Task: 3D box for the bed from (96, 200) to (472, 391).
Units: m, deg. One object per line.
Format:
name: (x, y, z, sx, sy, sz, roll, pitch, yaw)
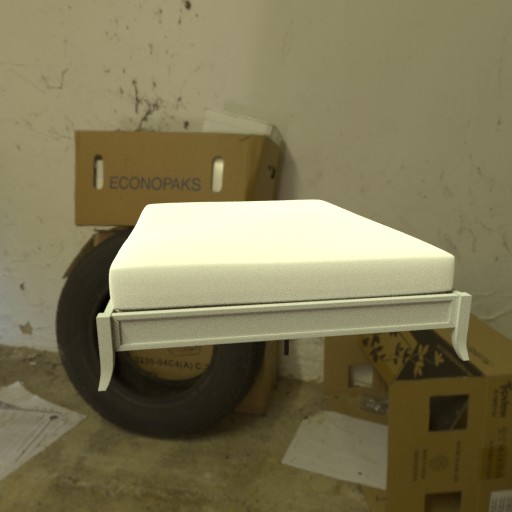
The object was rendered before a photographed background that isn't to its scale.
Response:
bed: (0.000, 0.000, 2.814, 1.604, 0.510, 2.108, -2, 14, -9)
